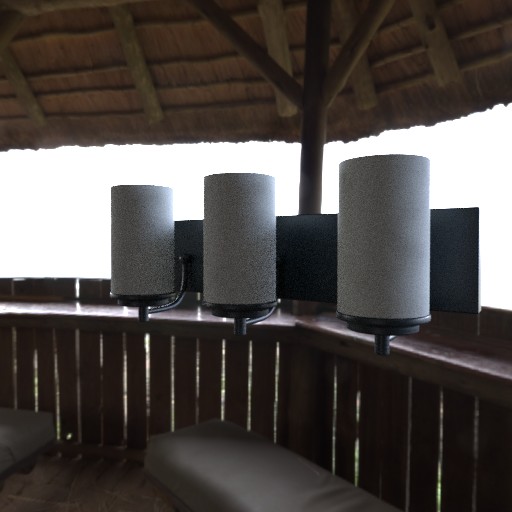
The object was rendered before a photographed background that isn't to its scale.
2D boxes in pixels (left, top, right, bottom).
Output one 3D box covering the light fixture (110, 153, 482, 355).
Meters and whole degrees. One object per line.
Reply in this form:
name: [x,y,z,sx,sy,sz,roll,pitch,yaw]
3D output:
light fixture: [0.000,0.000,0.513,0.451,0.172,0.145,1,2,34]
